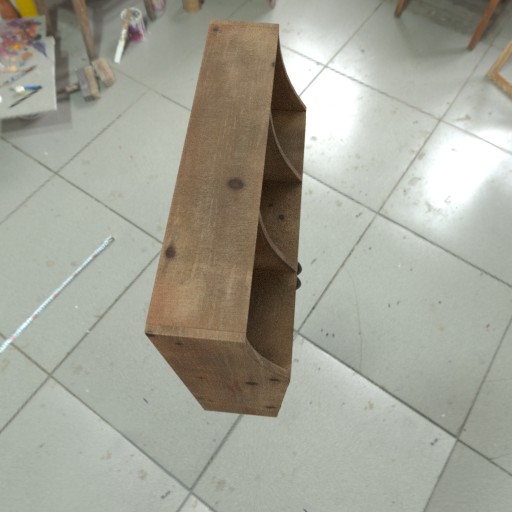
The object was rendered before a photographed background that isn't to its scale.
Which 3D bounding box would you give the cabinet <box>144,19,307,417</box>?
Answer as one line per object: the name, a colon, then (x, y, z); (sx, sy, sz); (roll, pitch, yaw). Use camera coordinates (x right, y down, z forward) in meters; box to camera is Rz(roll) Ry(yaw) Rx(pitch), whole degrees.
cabinet: (0.000, 0.000, 0.821); (0.184, 0.590, 0.489); (5, 64, 2)
